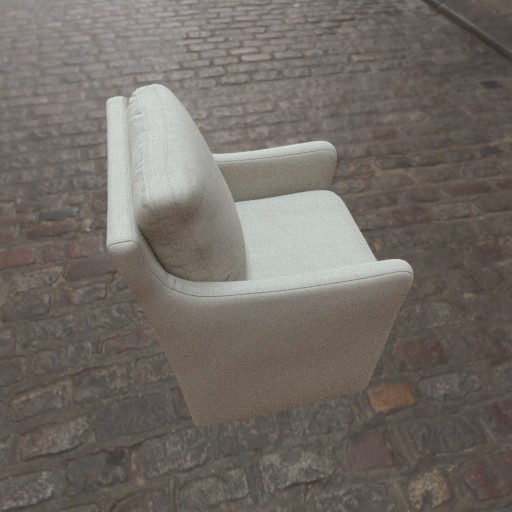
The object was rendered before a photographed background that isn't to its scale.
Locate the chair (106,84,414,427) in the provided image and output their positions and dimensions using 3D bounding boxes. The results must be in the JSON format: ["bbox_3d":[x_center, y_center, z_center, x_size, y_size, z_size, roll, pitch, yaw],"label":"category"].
[{"bbox_3d":[0.000,0.000,1.334,0.694,0.914,0.626,-10,47,-9],"label":"chair"}]
